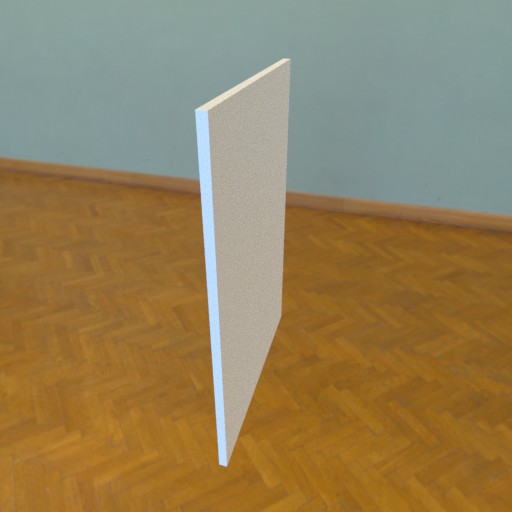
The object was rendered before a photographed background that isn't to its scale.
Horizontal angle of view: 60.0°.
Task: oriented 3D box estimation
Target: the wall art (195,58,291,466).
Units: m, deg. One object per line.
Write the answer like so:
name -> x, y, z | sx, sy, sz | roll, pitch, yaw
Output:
wall art -> 0.000, 0.000, 0.704 | 0.013, 0.533, 0.381 | 8, 32, 13
